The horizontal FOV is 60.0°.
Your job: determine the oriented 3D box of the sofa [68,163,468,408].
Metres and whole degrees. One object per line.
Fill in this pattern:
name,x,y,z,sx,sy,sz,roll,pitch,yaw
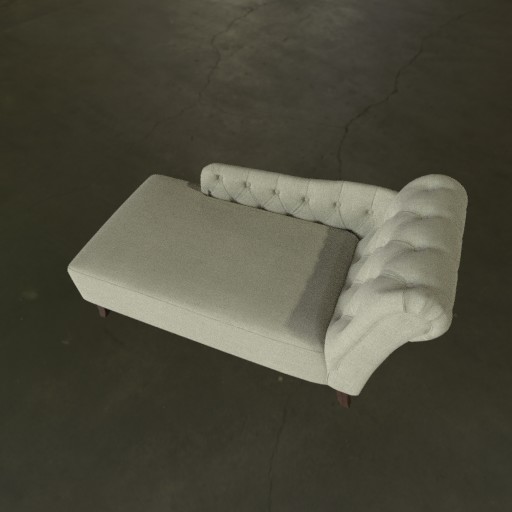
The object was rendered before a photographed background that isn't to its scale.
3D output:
sofa,0.000,0.000,1.784,1.379,0.787,0.675,17,50,15
